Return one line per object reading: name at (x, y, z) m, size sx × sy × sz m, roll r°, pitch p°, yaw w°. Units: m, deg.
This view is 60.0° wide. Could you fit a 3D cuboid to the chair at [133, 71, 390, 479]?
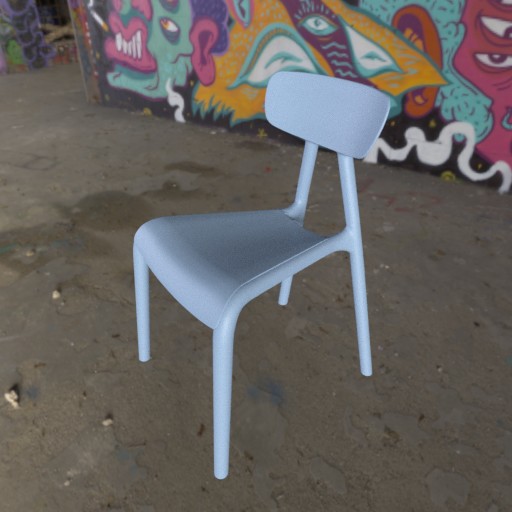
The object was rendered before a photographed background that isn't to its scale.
chair at (0.000, 0.000, 0.818) m, size 0.401 × 0.580 × 0.356 m, roll -20°, pitch 37°, yaw -29°
